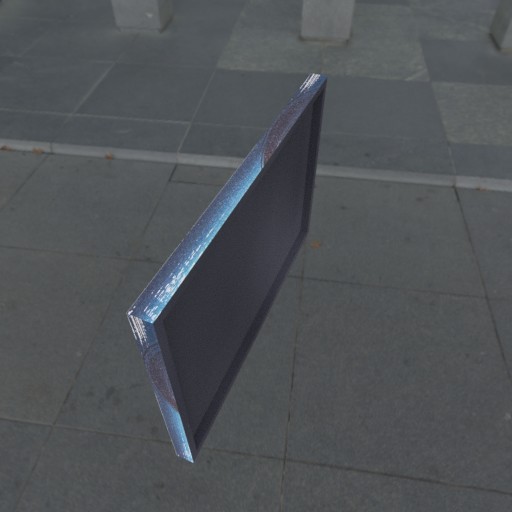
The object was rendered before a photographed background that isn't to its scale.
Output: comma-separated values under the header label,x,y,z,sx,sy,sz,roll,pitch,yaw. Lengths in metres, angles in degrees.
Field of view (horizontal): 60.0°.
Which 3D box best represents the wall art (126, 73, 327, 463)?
label,x,y,z,sx,sy,sz,roll,pitch,yaw
wall art,0.000,0.000,0.793,0.033,0.406,0.609,17,49,16
